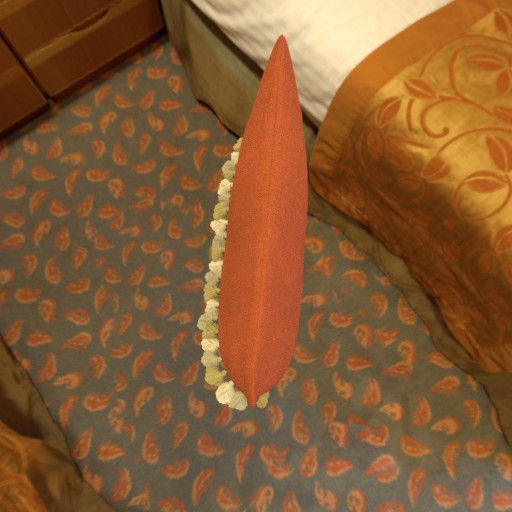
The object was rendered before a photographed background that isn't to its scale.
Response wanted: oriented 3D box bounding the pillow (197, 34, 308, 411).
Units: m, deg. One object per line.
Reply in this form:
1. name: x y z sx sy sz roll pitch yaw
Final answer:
1. pillow: 0.000 0.000 0.744 0.165 0.482 0.490 5 74 1
